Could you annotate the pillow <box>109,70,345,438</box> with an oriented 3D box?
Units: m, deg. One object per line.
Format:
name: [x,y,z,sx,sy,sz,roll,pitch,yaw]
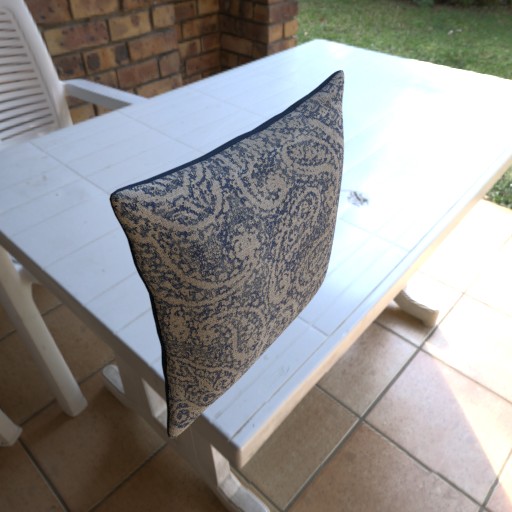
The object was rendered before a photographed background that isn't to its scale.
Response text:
pillow: [0.000,0.000,0.791,0.166,0.510,0.523,26,47,27]
